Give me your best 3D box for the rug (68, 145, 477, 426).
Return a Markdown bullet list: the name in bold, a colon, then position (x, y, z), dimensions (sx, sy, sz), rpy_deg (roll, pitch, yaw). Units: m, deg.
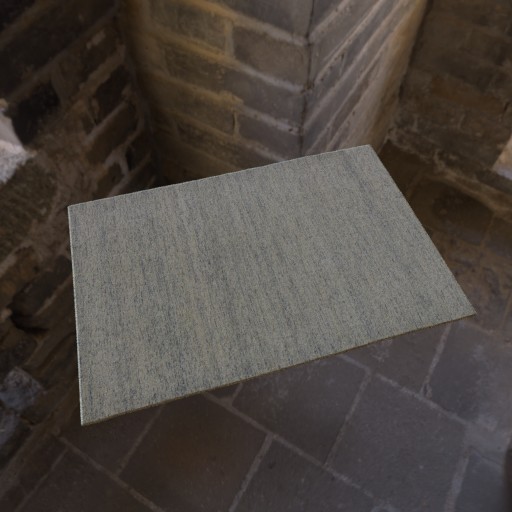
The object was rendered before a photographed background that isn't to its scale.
- **rug**: position (0.000, 0.000, 2.821), dimensions (2.263, 0.017, 1.523), rpy_deg (-13, 57, -9)
